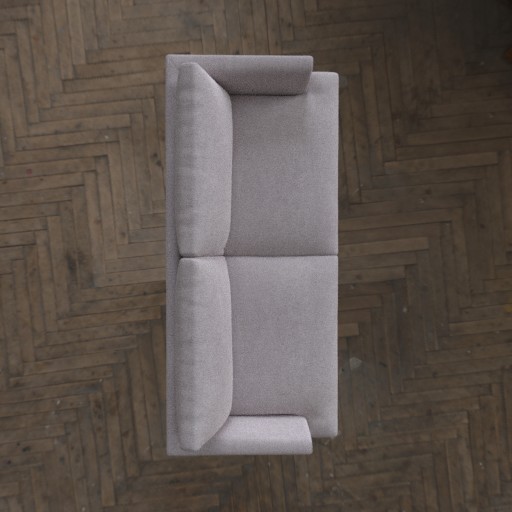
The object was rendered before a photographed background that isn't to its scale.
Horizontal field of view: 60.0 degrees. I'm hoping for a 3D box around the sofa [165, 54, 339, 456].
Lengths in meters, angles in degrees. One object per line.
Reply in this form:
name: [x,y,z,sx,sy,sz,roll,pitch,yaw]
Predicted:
sofa: [0.000,0.000,2.688,1.020,0.868,2.250,0,91,-1]
